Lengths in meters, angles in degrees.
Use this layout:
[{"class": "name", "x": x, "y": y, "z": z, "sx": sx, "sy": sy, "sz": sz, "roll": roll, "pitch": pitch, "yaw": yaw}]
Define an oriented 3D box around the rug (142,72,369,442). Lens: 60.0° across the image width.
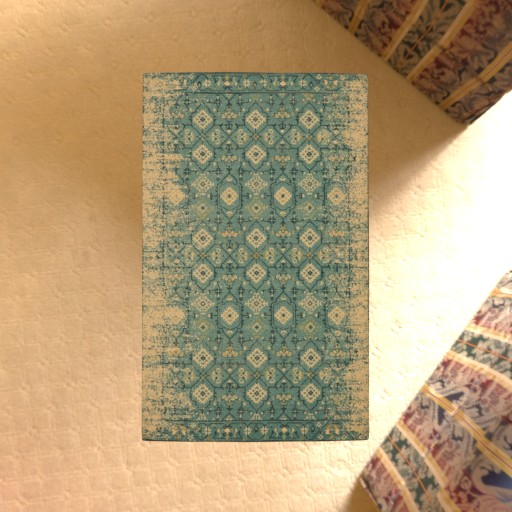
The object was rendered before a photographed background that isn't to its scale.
[{"class": "rug", "x": 0.000, "y": 0.000, "z": 2.153, "sx": 1.102, "sy": 0.008, "sz": 1.795, "roll": 0, "pitch": 89, "yaw": -1}]
